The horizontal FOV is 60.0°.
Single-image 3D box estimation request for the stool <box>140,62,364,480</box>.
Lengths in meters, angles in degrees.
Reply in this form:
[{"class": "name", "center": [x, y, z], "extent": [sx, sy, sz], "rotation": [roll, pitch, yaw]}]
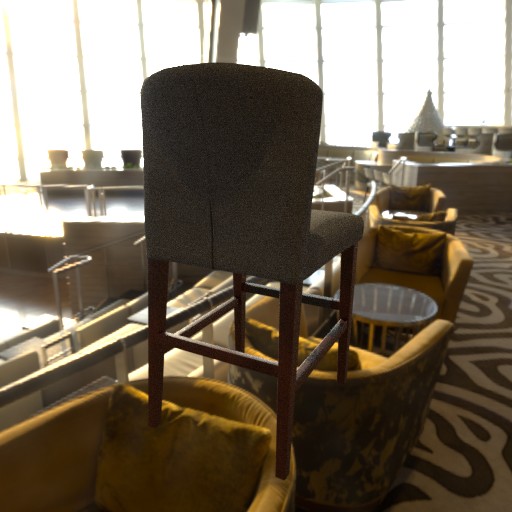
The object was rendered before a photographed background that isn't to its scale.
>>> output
[{"class": "stool", "center": [0.000, 0.000, 1.278], "extent": [0.479, 0.968, 0.568], "rotation": [9, 18, 27]}]
